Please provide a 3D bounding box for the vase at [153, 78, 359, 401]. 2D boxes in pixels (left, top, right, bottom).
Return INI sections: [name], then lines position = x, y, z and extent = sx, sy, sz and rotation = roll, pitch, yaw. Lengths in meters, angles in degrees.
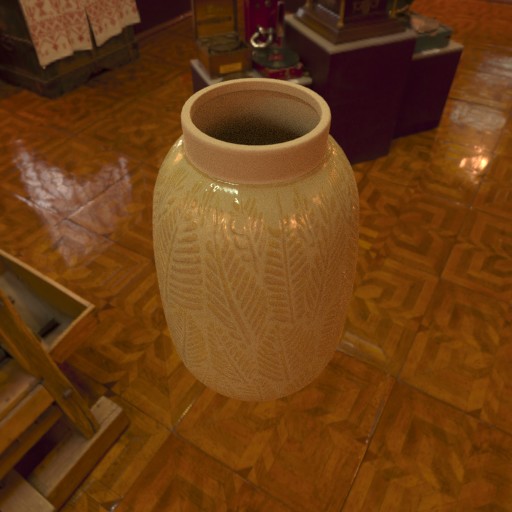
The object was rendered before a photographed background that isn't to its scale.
[vase]
position = 0.000, 0.000, 0.382
extent = 0.172, 0.270, 0.172
rotation = 0, 46, 0
